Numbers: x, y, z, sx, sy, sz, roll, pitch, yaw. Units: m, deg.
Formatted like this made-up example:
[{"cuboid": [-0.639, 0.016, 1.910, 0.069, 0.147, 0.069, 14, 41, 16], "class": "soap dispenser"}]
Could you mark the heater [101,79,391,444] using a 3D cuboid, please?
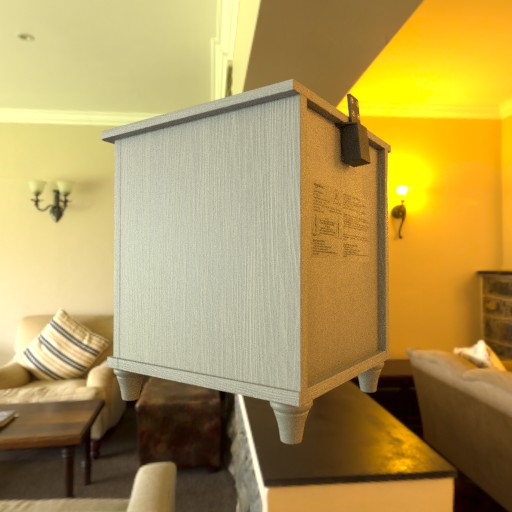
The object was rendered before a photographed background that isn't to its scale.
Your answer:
[{"cuboid": [0.000, 0.000, 0.771, 0.400, 0.481, 0.362, -1, -1, 35], "class": "heater"}]
